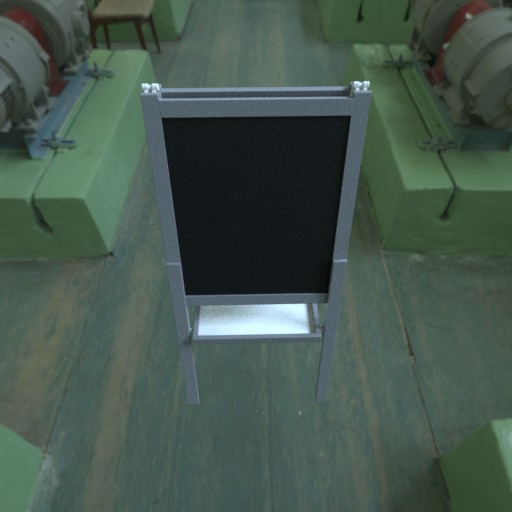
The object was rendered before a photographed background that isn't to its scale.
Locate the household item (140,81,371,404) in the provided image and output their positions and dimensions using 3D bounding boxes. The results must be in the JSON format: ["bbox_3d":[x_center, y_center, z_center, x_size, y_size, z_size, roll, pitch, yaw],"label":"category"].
[{"bbox_3d":[0.000,0.000,1.454,0.531,1.172,0.469,-1,47,-1],"label":"household item"}]
